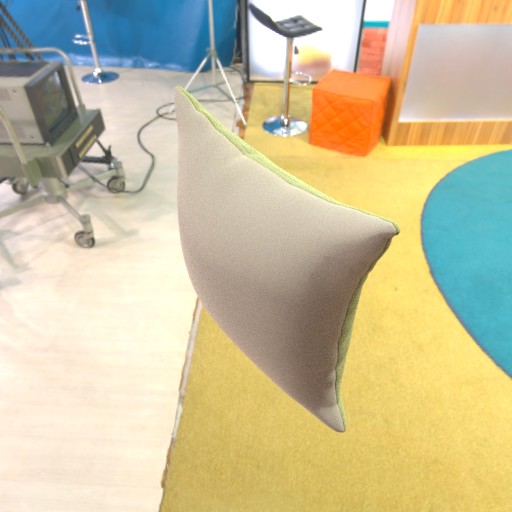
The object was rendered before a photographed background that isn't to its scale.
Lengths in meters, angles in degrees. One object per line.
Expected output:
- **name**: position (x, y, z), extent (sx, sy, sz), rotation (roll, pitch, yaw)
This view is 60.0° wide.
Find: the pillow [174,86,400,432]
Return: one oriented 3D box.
- **pillow**: position (0.000, 0.000, 0.832), extent (0.229, 0.487, 0.560), rotation (-25, 47, -26)
